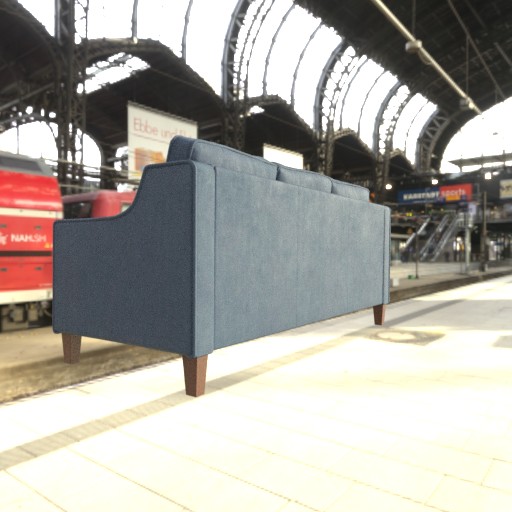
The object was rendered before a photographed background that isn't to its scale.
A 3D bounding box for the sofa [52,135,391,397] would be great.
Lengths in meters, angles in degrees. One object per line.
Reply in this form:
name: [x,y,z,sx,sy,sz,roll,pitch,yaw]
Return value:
sofa: [0.000,0.000,2.575,0.911,0.974,1.986,1,1,36]
